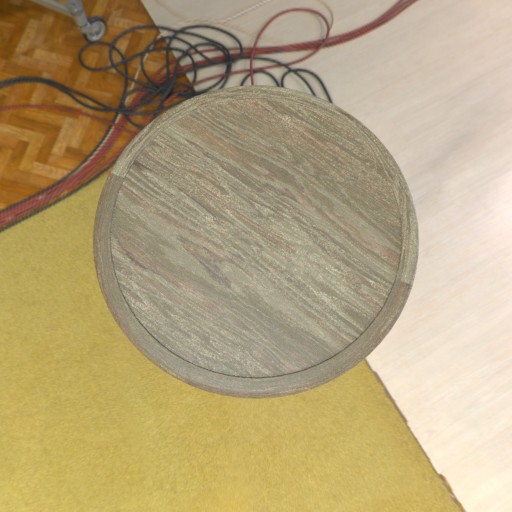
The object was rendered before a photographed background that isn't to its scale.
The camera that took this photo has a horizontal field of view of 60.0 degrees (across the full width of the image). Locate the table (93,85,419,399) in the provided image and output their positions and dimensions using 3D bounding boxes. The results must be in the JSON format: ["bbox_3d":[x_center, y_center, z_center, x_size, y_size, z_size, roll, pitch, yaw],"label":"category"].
[{"bbox_3d":[0.000,0.000,1.036,0.607,0.450,0.607,0,76,0],"label":"table"}]
